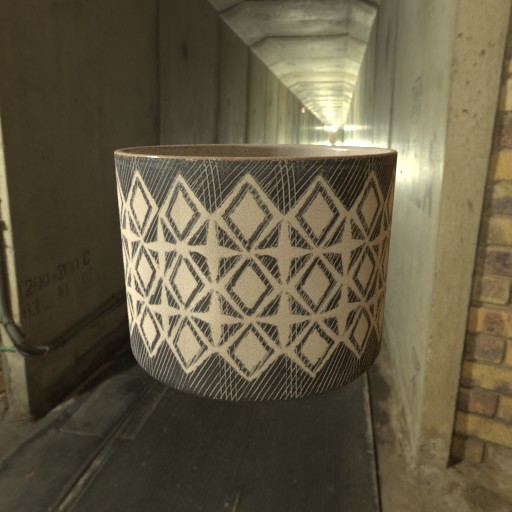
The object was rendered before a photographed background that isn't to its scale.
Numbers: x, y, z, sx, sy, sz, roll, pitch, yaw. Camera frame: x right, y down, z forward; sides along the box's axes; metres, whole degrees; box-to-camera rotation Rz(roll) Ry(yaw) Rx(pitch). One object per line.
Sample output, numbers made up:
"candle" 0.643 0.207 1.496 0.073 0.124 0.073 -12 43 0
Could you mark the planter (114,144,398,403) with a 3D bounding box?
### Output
"planter" 0.000 0.000 0.221 0.126 0.104 0.126 0 16 0
